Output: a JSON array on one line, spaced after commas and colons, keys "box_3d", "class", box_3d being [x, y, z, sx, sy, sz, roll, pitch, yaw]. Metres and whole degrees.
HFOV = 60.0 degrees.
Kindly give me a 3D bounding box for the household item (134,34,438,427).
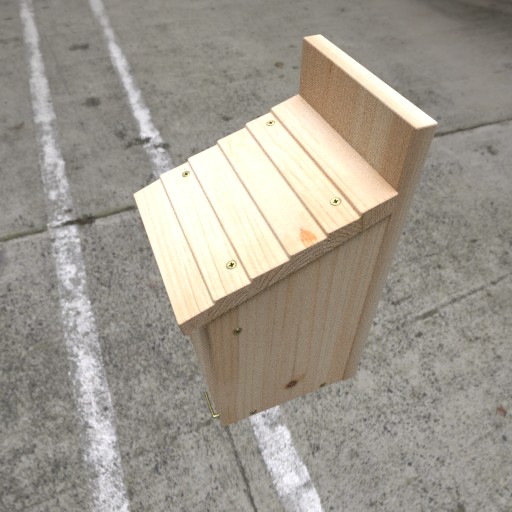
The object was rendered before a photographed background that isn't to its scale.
[{"box_3d": [0.000, 0.000, 0.391, 0.171, 0.300, 0.149, -16, 49, -15], "class": "household item"}]
